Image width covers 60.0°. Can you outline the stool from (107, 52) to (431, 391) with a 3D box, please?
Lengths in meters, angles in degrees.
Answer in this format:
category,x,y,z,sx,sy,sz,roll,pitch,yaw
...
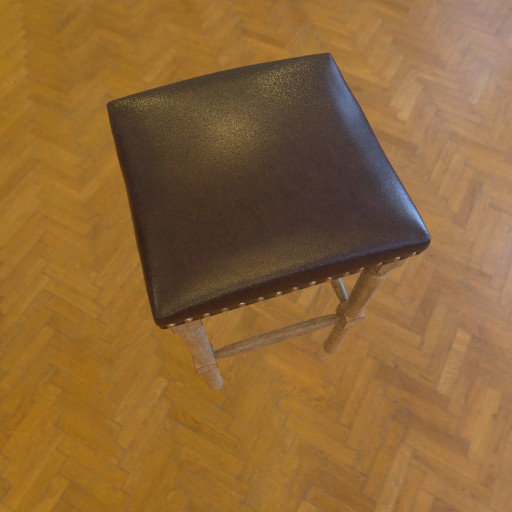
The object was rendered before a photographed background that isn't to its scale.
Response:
category,x,y,z,sx,sy,sz,roll,pitch,yaw
stool,0.000,0.000,0.914,0.383,0.702,0.382,-16,65,-7
